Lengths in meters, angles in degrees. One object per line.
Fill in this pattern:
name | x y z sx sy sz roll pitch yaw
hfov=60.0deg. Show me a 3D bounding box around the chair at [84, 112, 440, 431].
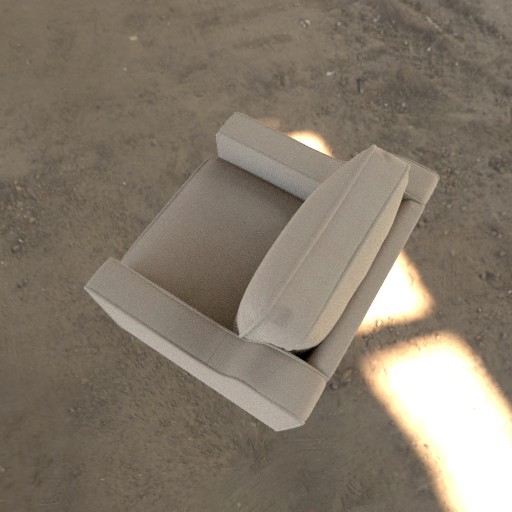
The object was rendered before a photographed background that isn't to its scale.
chair | 0.000 0.000 1.668 0.882 0.948 0.922 30 68 13
